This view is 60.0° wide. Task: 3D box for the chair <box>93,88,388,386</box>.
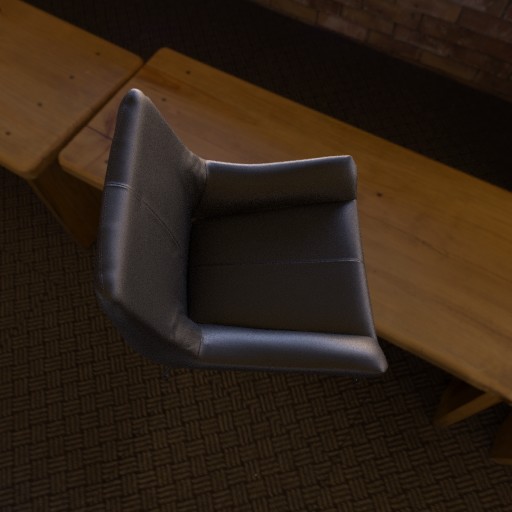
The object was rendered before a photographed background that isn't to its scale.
[{"bbox_3d":[0.000,0.000,1.540,0.826,0.922,0.836,-1,64,-1],"label":"chair"}]
